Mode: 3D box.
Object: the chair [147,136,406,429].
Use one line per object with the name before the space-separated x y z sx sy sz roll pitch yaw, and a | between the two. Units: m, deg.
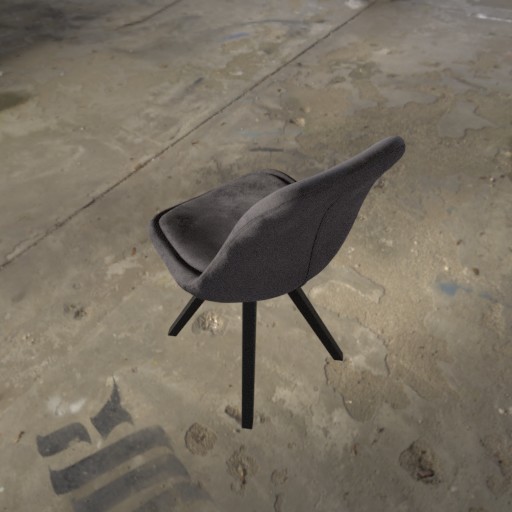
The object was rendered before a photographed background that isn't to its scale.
chair | 0.000 0.000 1.179 0.476 0.850 0.550 -29 52 -25
